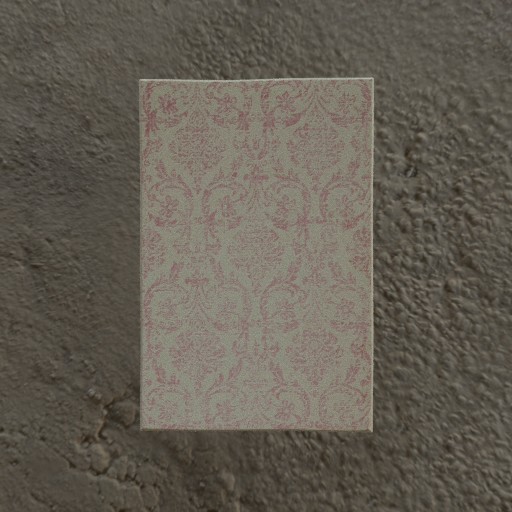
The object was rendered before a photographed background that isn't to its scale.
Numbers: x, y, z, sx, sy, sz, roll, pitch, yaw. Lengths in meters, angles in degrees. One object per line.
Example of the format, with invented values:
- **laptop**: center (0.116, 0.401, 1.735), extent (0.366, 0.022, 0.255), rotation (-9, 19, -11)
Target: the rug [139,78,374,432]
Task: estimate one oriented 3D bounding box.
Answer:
- **rug**: center (0.000, 0.000, 3.449), extent (1.819, 0.018, 2.746), rotation (0, 91, 1)
